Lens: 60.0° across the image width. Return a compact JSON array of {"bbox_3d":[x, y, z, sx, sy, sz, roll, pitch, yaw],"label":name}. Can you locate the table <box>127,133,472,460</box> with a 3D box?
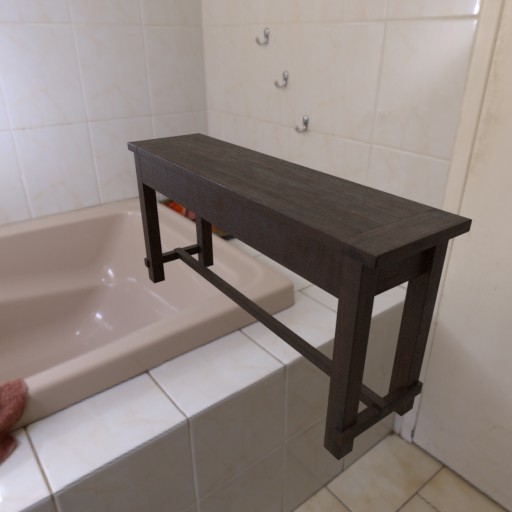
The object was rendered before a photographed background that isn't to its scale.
[{"bbox_3d":[0.000,0.000,1.921,0.442,0.762,1.599,-18,31,-32],"label":"table"}]
